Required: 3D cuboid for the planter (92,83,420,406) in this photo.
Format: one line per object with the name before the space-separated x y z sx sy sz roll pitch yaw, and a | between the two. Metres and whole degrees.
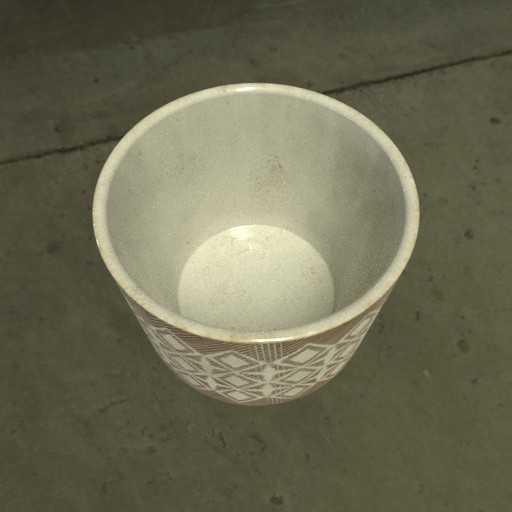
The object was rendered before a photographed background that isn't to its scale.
planter | 0.000 0.000 0.218 0.126 0.104 0.126 0 59 0
